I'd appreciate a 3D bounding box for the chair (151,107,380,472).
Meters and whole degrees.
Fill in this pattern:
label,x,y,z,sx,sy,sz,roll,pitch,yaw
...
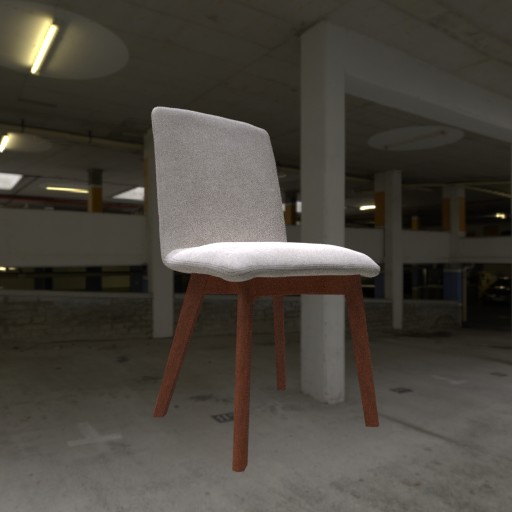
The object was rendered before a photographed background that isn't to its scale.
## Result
label,x,y,z,sx,sy,sz,roll,pitch,yaw
chair,0.000,0.000,1.347,0.522,0.974,0.563,0,0,-35
